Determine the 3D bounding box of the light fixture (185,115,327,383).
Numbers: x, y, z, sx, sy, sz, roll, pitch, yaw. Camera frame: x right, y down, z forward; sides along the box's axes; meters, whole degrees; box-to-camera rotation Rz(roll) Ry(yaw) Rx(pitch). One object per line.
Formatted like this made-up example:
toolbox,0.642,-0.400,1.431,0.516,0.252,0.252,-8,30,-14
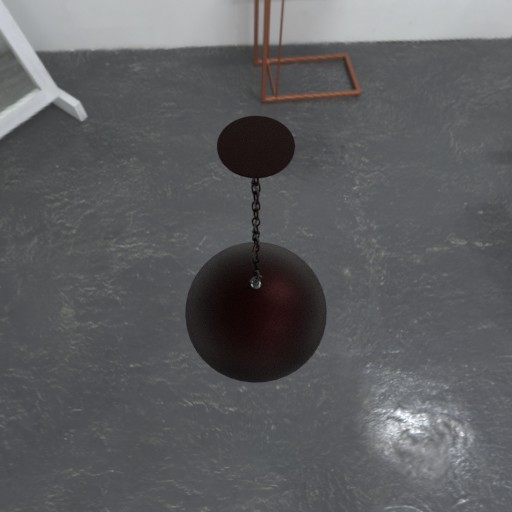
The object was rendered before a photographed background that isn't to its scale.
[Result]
light fixture,0.000,0.000,1.172,0.492,0.869,0.492,-22,65,-11
